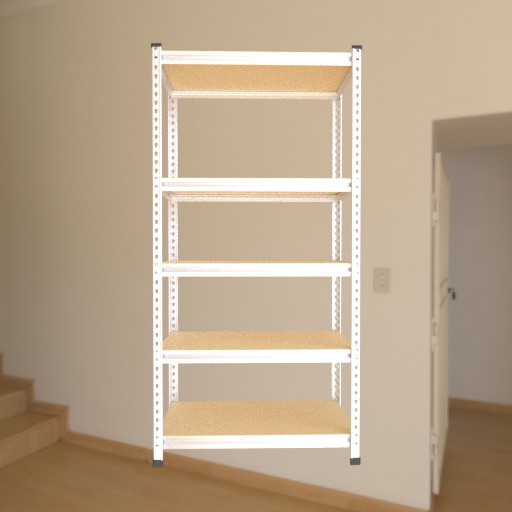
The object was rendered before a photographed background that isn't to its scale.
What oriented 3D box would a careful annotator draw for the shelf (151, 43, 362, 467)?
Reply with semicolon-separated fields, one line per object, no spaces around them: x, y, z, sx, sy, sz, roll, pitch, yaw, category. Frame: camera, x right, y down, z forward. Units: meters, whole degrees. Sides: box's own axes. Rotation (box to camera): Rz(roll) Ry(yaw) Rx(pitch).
0.000;0.000;2.148;0.914;1.829;0.457;0;1;-1;shelf
